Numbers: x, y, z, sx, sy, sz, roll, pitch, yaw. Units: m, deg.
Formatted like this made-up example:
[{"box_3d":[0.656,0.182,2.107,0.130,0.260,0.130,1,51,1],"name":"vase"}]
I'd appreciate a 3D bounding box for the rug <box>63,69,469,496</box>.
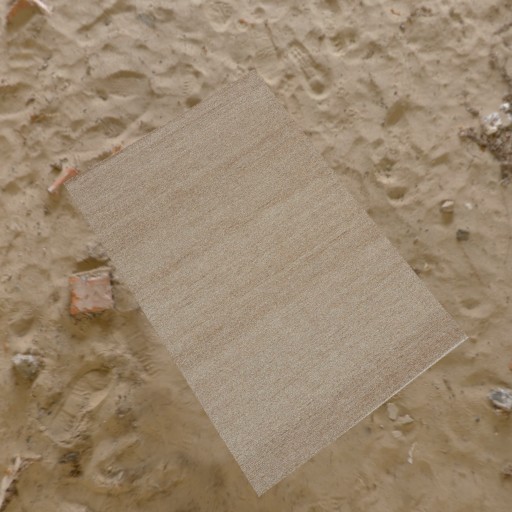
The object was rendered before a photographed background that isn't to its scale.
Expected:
[{"box_3d":[0.000,0.000,2.858,1.574,0.029,2.346,-33,78,-8],"name":"rug"}]
